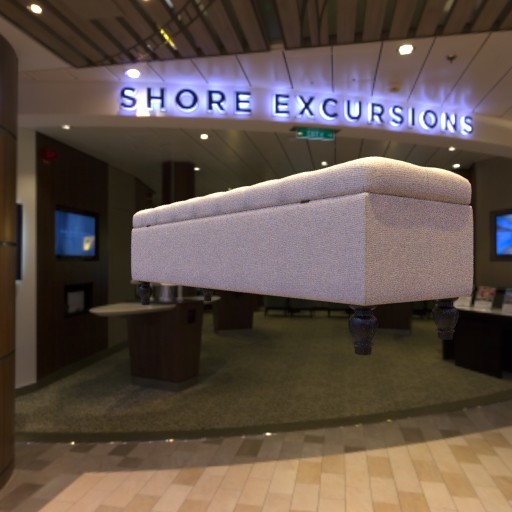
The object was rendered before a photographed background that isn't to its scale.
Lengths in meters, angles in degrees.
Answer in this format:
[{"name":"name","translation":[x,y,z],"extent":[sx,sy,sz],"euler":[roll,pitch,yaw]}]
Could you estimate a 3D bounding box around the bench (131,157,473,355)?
[{"name":"bench","translation":[0.000,0.000,1.697],"extent":[0.455,0.467,1.480],"euler":[0,0,-35]}]
